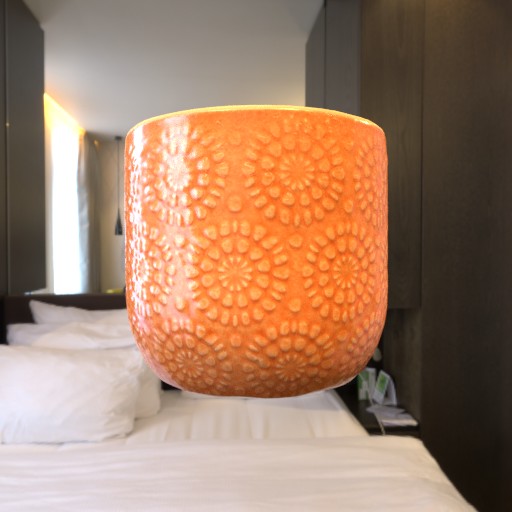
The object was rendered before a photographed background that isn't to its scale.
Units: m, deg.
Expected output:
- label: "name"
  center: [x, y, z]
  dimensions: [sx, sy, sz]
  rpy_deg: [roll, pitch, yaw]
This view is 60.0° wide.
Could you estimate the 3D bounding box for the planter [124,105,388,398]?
- label: "planter"
  center: [0.000, 0.000, 0.290]
  dimensions: [0.170, 0.152, 0.170]
  rpy_deg: [0, 1, 0]
